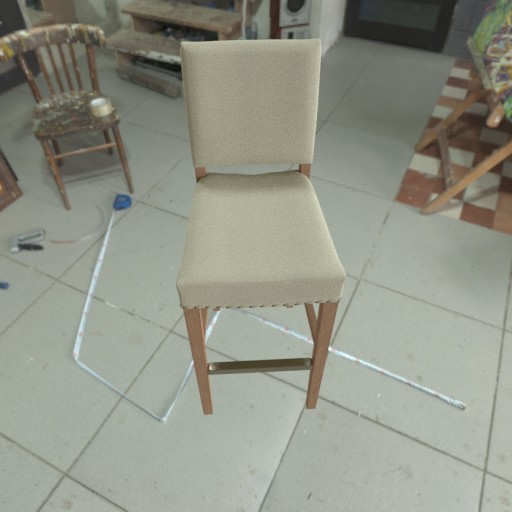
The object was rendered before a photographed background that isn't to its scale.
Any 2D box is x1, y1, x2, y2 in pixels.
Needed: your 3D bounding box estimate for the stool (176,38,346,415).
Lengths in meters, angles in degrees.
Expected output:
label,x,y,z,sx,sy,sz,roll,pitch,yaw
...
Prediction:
label,x,y,z,sx,sy,sz,roll,pitch,yaw
stool,0.000,0.000,1.416,0.428,1.143,0.546,-2,47,-2
